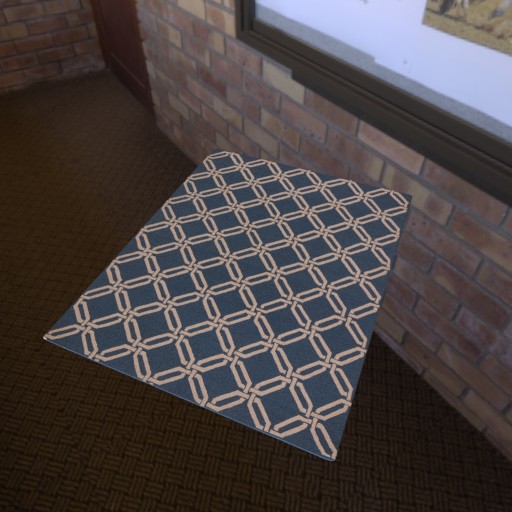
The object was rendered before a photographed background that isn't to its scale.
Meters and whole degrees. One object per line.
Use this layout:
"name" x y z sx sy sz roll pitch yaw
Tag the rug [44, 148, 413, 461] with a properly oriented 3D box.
"rug" 0.000 0.000 3.939 2.277 0.020 2.867 17 48 16
